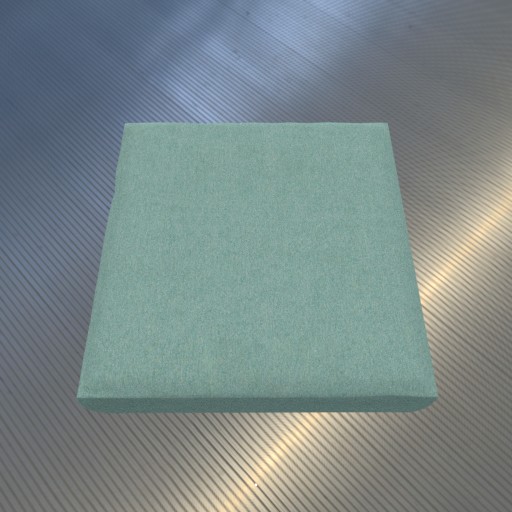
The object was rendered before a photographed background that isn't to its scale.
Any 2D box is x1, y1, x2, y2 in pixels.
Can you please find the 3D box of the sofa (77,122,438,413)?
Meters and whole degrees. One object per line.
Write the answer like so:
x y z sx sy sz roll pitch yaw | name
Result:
0.000 0.000 1.419 0.930 0.330 0.930 0 63 0 | sofa
